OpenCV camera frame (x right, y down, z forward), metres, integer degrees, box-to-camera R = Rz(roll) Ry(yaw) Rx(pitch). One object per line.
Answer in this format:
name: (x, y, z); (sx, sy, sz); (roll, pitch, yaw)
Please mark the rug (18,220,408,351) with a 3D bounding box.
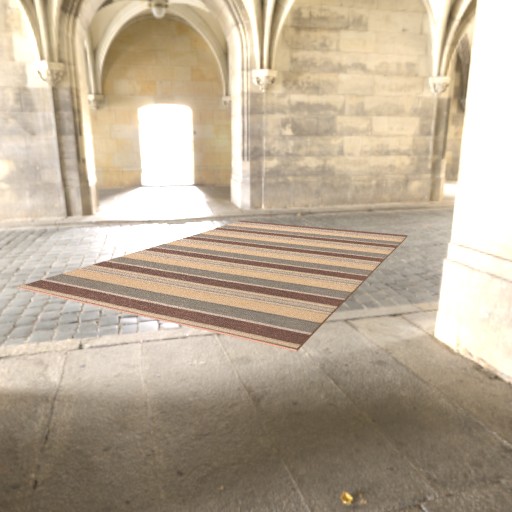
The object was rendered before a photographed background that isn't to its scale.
rug: (0.000, 0.000, 2.295); (1.219, 0.008, 1.829); (7, 16, 27)
